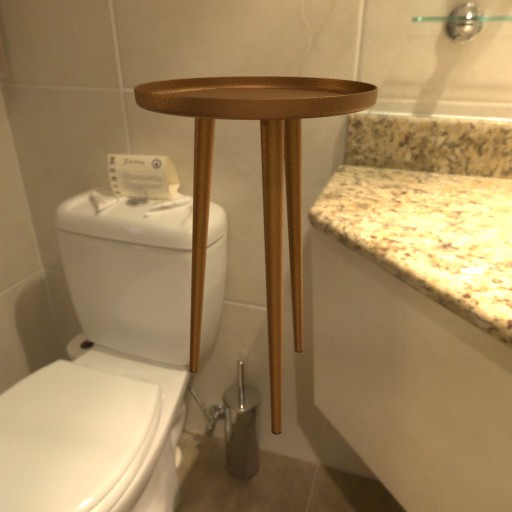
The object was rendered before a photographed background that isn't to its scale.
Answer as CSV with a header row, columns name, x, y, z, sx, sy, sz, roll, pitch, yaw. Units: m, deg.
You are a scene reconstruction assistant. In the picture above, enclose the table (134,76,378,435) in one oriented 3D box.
name,x,y,z,sx,sy,sz,roll,pitch,yaw
table,0.000,0.000,0.663,0.299,0.480,0.299,-9,27,-17
